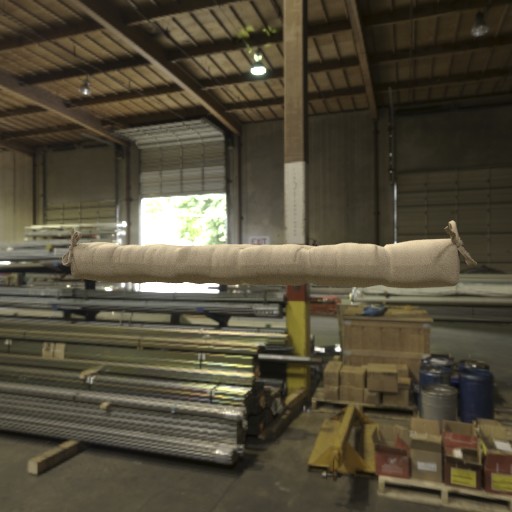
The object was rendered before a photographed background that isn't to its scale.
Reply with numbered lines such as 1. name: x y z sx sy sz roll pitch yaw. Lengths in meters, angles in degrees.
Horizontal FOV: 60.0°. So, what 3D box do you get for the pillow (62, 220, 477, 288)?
1. pillow: 0.000 0.000 1.383 1.194 0.174 0.511 0 0 18
